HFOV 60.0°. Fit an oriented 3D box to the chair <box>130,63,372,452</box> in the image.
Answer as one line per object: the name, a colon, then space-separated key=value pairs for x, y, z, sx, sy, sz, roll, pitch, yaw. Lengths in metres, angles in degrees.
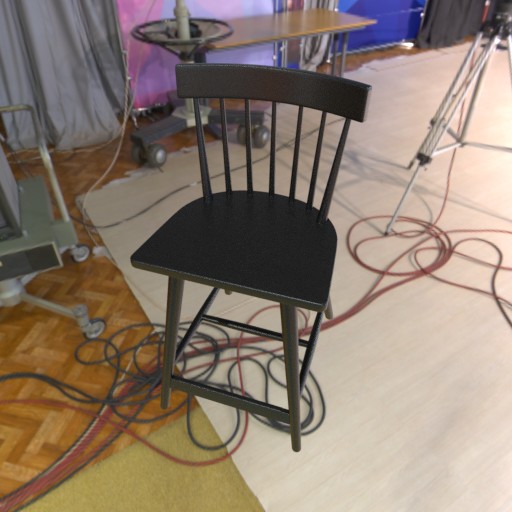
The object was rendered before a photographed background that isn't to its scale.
chair: x=0.000 y=0.000 z=1.261 sx=0.483 sy=0.952 sz=0.572 roll=12 pitch=42 yaw=14
